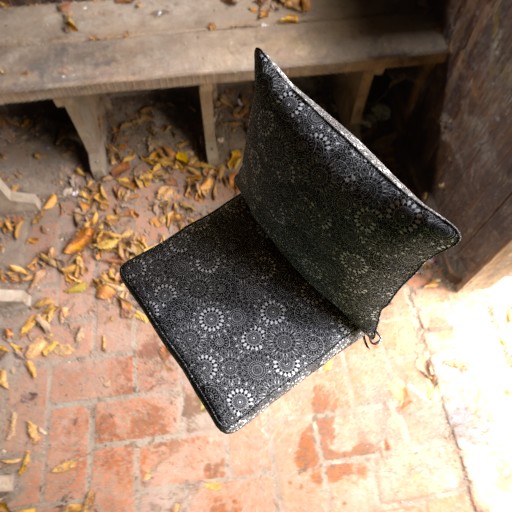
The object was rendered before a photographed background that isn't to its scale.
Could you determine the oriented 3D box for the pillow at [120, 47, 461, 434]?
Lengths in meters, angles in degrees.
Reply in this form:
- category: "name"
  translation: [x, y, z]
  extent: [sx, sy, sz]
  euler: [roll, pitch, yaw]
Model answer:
- category: "pillow"
  translation: [0.000, 0.000, 1.342]
  extent: [0.740, 0.722, 0.798]
  euler: [-33, 68, -15]
